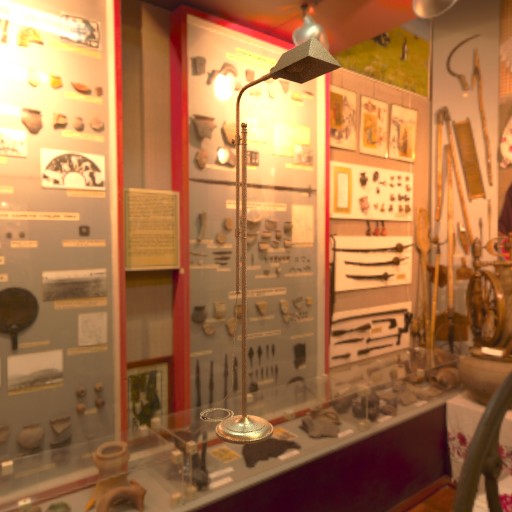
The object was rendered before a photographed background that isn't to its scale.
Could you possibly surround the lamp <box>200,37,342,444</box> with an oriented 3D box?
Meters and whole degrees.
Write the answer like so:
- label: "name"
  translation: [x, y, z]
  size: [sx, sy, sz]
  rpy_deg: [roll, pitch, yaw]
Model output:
- label: "lamp"
  translation: [0.000, 0.000, 1.883]
  size: [0.256, 1.571, 0.813]
  rpy_deg: [-1, 2, -36]
